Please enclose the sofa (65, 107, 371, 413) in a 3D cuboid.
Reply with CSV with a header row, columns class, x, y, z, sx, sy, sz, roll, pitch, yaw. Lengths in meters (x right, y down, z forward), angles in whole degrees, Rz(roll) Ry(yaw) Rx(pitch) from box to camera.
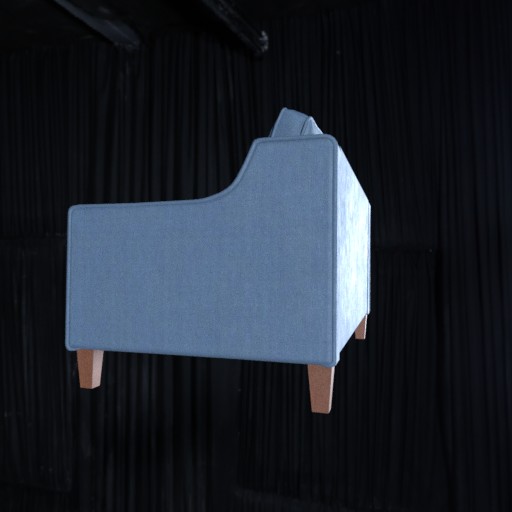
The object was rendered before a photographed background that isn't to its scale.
class,x,y,z,sx,sy,sz,roll,pitch,yaw
sofa,0.000,0.000,2.150,0.987,0.971,1.501,0,-1,18
